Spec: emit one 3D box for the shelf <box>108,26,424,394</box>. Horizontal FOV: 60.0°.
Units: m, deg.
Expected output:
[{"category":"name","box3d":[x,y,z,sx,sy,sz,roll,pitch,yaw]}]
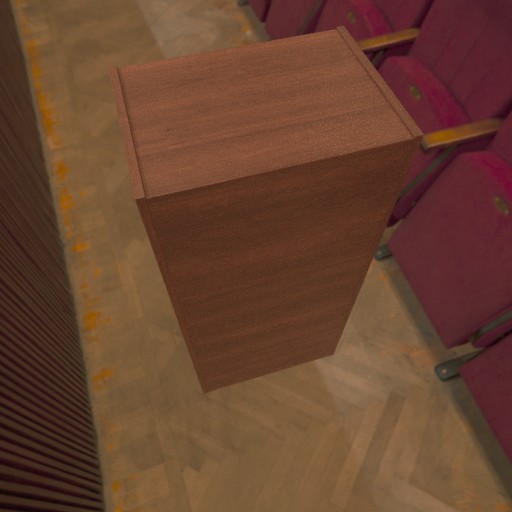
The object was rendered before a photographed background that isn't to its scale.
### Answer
[{"category":"shelf","box3d":[0.000,0.000,1.041,0.414,0.879,0.290,-14,58,-9]}]
